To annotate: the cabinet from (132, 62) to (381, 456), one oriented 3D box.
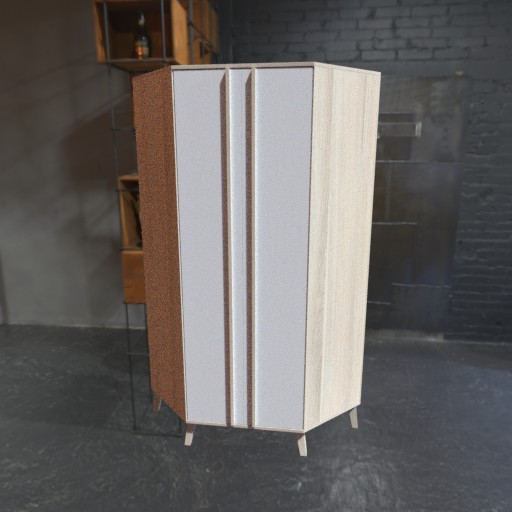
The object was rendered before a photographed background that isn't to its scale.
[{"bbox_3d":[0.000,0.000,2.623,1.272,1.957,0.969,2,14,8],"label":"cabinet"}]
